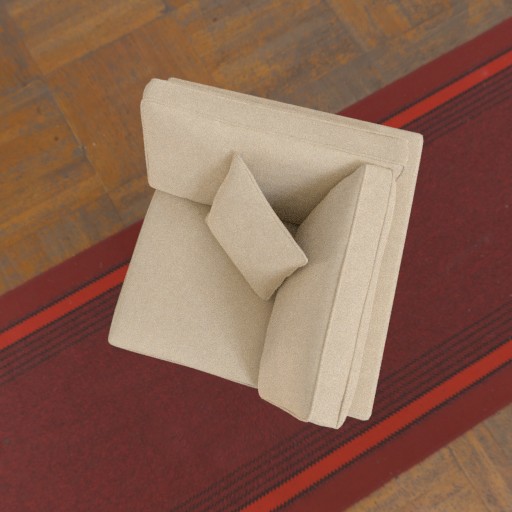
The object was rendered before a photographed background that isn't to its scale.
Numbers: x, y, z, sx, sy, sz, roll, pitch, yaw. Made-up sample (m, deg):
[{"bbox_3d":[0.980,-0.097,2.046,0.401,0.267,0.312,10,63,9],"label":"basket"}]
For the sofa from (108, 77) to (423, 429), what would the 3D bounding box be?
[{"bbox_3d":[0.000,0.000,1.956,1.084,1.002,1.146,14,78,3],"label":"sofa"}]
